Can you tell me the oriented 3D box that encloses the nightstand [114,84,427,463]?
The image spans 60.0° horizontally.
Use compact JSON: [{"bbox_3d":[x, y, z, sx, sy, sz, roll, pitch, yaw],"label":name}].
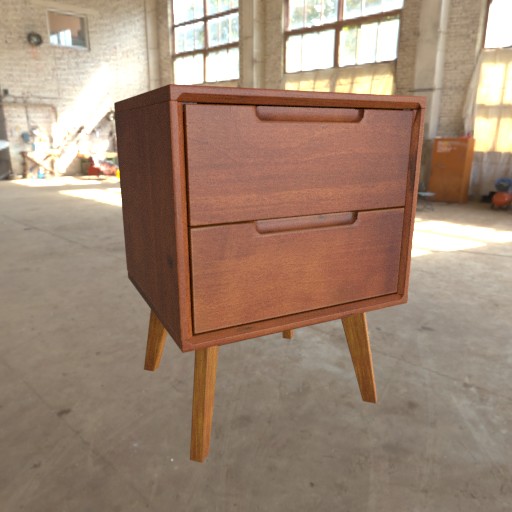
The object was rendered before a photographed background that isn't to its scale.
[{"bbox_3d":[0.000,0.000,0.929,0.460,0.618,0.411,-8,17,-26],"label":"nightstand"}]
